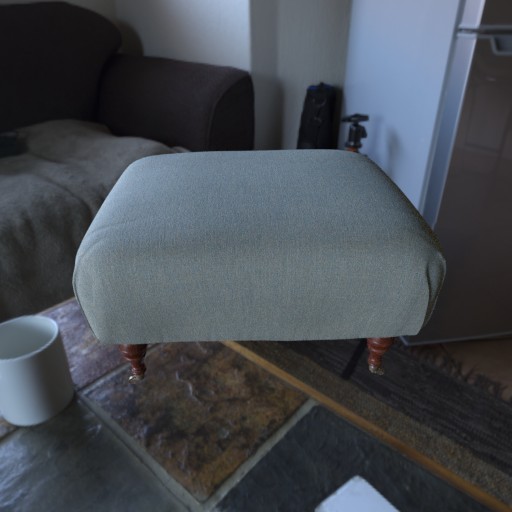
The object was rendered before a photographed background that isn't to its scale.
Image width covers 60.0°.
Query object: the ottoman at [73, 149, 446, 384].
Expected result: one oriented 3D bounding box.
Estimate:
[{"bbox_3d":[0.000,0.000,1.148,0.747,0.450,0.622,-1,30,-2],"label":"ottoman"}]
